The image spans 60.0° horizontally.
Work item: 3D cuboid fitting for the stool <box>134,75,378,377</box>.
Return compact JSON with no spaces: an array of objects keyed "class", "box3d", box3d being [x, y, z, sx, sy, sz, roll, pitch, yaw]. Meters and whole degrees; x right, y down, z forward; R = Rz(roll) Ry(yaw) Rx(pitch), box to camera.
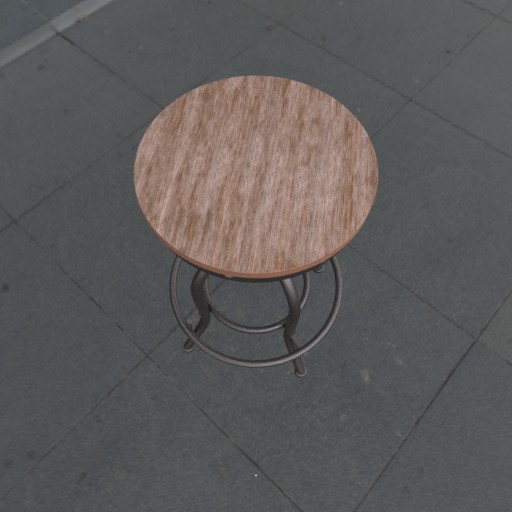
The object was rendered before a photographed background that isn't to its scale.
[{"class":"stool","box3d":[0.000,0.000,0.909,0.439,0.609,0.439,-30,67,-14]}]
